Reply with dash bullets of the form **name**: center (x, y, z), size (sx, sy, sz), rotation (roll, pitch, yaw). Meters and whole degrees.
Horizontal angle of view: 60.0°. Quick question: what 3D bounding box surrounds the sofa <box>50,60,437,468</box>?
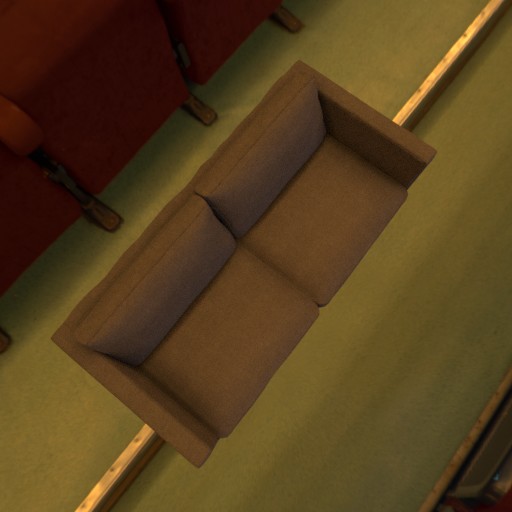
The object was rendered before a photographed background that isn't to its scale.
- **sofa**: center (0.000, 0.000, 2.466), size (0.953, 0.855, 1.982), rotation (37, 78, 9)
